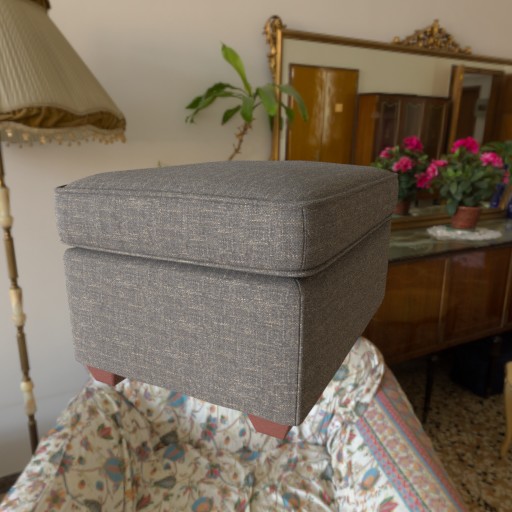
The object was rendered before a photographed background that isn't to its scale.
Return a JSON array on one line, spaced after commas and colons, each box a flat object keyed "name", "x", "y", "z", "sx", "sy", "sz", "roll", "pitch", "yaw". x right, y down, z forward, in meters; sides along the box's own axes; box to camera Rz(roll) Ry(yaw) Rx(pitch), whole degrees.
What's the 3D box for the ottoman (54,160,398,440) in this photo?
[{"name": "ottoman", "x": 0.000, "y": 0.000, "z": 1.076, "sx": 0.549, "sy": 0.450, "sz": 0.749, "roll": 7, "pitch": 16, "yaw": 26}]
